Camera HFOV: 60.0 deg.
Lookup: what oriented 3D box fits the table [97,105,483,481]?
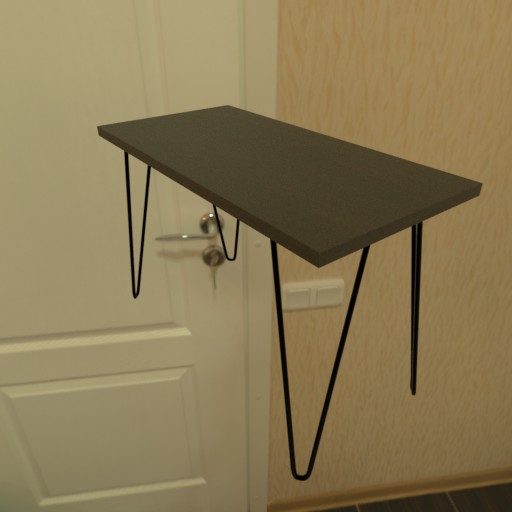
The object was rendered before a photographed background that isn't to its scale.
[{"bbox_3d":[0.000,0.000,1.352,0.499,0.660,0.991,-21,37,-31],"label":"table"}]
